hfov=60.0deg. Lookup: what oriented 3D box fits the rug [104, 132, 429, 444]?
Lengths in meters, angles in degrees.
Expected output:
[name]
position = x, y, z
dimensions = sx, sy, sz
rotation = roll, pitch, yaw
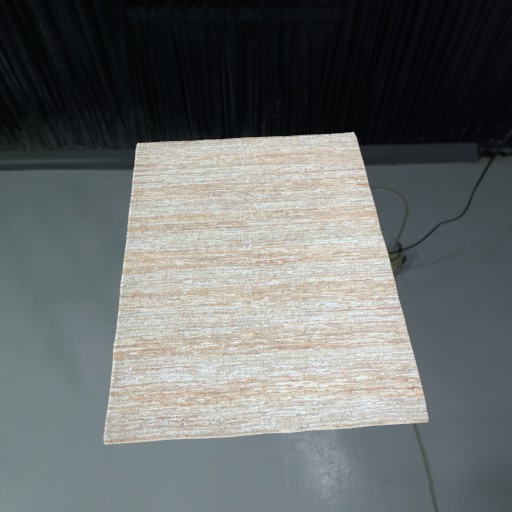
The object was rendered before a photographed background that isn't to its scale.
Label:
[rug]
position = 0.000, 0.000, 3.872
dimensions = 2.313, 0.009, 2.939
rotation = -3, 58, -2
